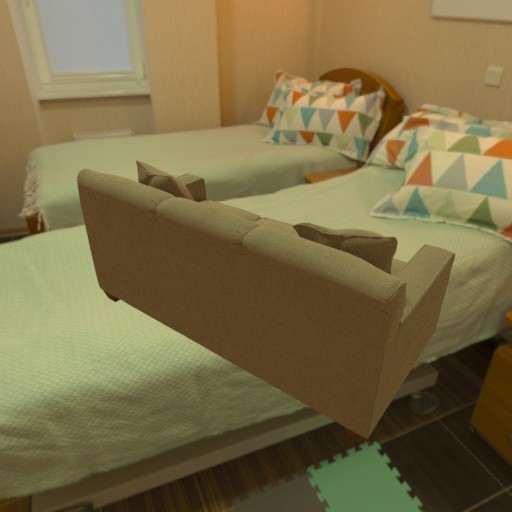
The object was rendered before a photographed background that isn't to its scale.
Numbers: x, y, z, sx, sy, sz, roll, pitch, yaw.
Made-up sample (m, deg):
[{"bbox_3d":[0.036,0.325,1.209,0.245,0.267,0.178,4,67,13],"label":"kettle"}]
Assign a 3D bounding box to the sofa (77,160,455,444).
[{"bbox_3d":[0.000,0.000,2.669,2.024,0.958,0.997,21,37,31],"label":"sofa"}]
